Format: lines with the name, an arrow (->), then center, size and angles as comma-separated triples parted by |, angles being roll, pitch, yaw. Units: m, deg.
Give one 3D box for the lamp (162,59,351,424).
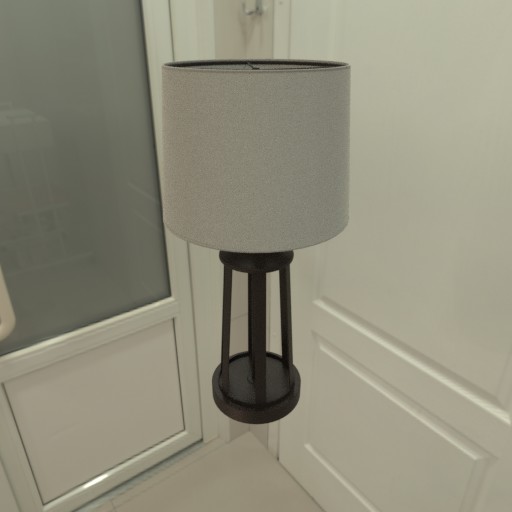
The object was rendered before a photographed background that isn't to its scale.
lamp -> 0.000, 0.000, 0.638 | 0.251, 0.509, 0.251 | 0, 27, 0
